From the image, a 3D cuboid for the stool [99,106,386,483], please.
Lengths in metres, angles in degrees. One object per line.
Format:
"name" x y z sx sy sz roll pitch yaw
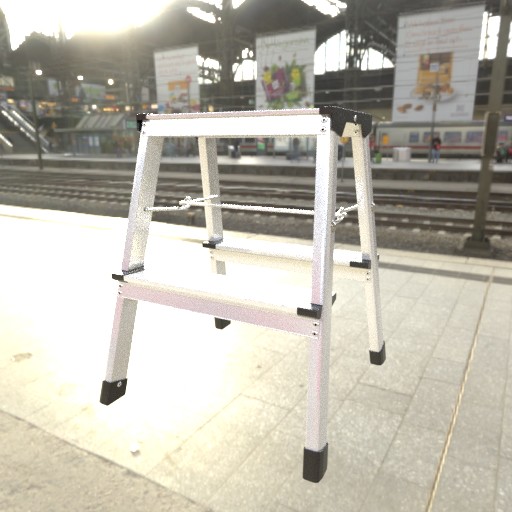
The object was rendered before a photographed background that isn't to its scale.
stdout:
"stool" 0.000 0.000 0.785 0.404 0.480 0.405 8 16 27
